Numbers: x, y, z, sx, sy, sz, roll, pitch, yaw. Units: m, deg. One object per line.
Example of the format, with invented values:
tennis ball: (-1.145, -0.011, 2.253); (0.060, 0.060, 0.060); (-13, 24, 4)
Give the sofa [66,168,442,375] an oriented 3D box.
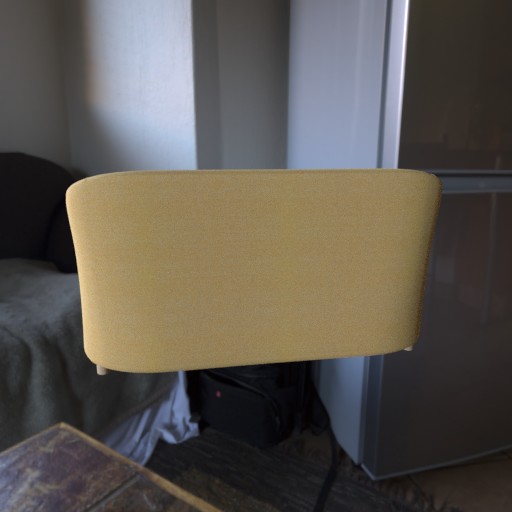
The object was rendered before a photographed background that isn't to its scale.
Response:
sofa: (0.000, 0.000, 1.801); (1.452, 0.721, 0.705); (-2, 14, -9)
